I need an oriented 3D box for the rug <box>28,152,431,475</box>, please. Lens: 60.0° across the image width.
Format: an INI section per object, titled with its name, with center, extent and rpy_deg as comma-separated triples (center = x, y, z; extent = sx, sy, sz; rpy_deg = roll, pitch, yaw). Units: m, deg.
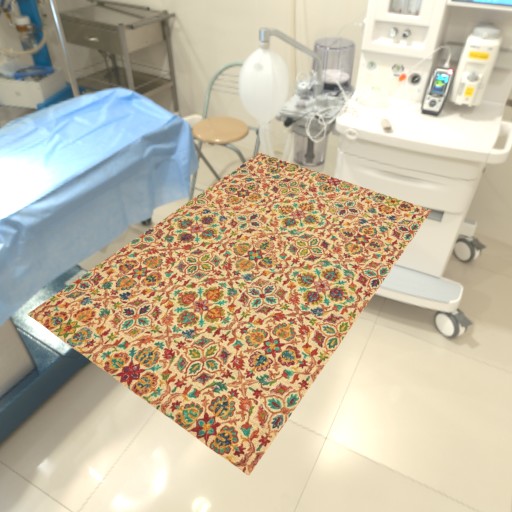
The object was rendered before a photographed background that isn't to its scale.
[rug]
center = 0.000, 0.000, 2.293
extent = 1.226, 0.013, 1.838
rpy_deg = 25, 47, 26
